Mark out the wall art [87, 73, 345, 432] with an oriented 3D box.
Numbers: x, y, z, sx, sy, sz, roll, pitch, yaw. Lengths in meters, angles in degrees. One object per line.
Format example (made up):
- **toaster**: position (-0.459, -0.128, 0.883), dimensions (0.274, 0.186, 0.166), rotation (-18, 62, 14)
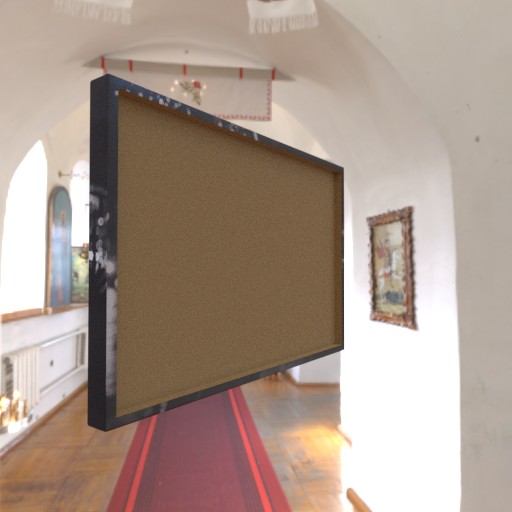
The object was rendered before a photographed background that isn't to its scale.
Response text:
- **wall art**: position (0.000, 0.000, 0.753), dimensions (0.037, 0.406, 0.609), rotation (-1, -2, 37)
